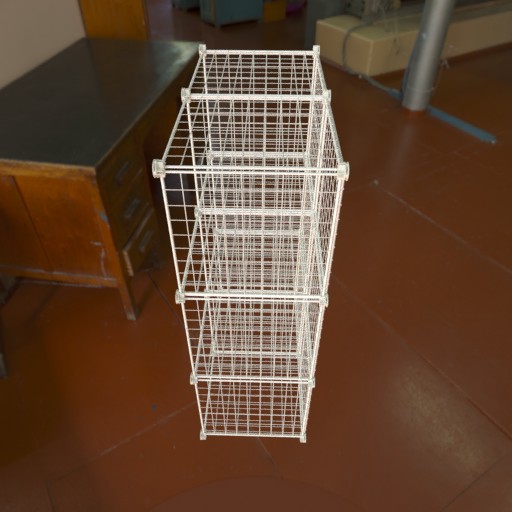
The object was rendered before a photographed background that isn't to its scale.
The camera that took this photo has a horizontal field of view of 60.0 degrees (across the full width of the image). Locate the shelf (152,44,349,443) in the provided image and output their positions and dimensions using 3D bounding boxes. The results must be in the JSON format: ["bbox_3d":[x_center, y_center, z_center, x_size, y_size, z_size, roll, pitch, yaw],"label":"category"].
[{"bbox_3d":[0.000,0.000,1.413,0.356,1.067,0.711,1,42,1],"label":"shelf"}]
